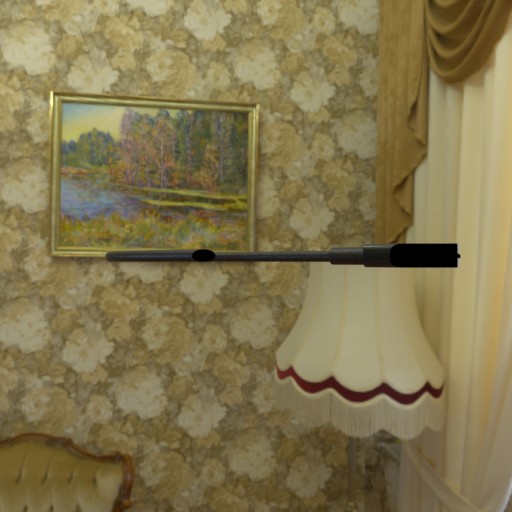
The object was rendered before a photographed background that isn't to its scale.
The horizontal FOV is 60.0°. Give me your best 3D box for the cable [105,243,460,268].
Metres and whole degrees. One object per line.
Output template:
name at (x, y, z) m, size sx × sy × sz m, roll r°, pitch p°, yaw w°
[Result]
cable at (0.000, 0.000, 0.110) m, size 0.098 × 0.006 × 0.040 m, roll 0°, pitch -1°, yaw 36°
